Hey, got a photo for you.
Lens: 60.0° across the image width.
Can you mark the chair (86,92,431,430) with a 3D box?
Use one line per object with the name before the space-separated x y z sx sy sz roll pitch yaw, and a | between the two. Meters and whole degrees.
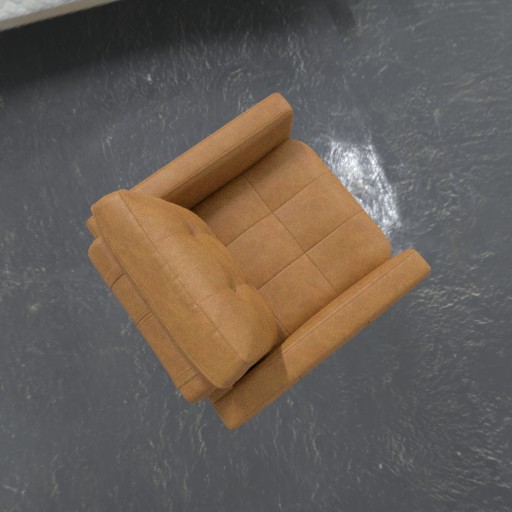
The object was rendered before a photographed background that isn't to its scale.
chair | 0.000 0.000 1.542 0.868 0.896 0.831 -36 79 -8
